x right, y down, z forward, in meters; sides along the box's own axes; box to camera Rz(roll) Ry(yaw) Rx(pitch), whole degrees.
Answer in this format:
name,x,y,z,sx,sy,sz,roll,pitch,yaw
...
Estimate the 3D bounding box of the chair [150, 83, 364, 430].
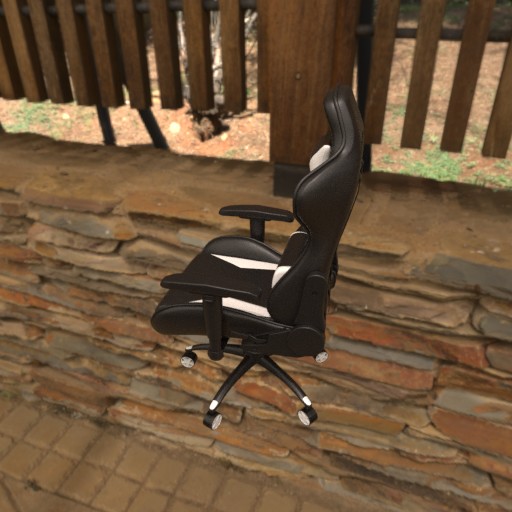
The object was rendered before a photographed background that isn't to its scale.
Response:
name,x,y,z,sx,sy,sz,roll,pitch,yaw
chair,0.000,0.000,1.736,0.695,1.285,0.730,7,30,13
